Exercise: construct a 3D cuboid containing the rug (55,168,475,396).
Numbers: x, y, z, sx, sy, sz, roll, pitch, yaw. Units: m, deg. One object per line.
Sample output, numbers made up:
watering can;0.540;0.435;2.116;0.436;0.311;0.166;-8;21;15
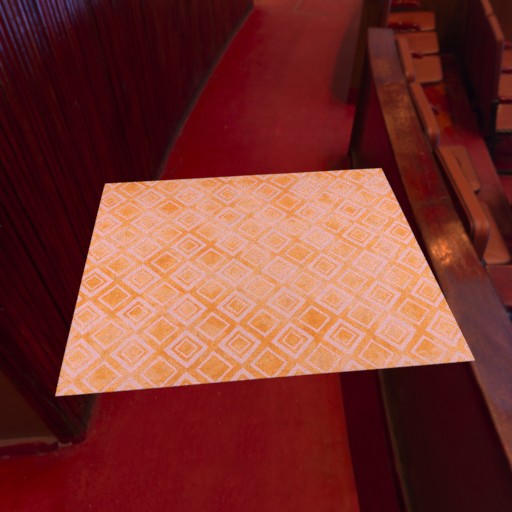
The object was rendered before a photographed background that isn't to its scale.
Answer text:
rug;0.000;0.000;4.017;3.037;0.011;2.433;-4;46;-4
